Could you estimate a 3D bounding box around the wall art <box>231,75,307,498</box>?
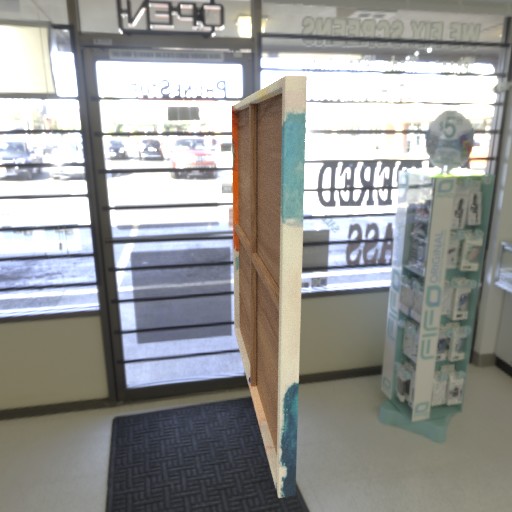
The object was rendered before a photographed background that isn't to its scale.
[{"bbox_3d":[0.000,0.000,1.195,0.037,0.814,0.814,-2,16,-9],"label":"wall art"}]
